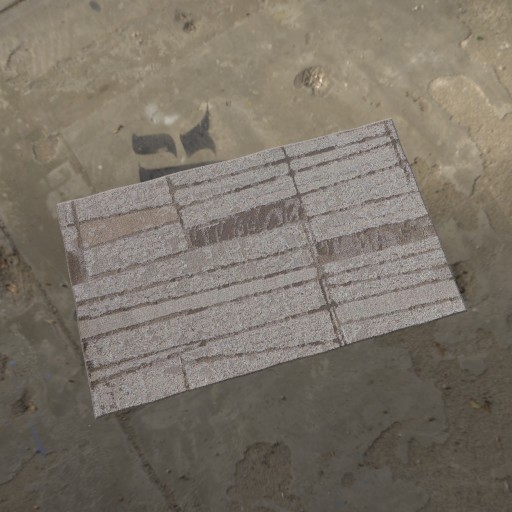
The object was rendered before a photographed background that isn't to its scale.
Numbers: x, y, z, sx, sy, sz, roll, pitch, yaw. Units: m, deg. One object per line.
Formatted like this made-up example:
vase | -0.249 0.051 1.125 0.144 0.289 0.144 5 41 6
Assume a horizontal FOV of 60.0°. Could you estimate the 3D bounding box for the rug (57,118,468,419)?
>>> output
rug | 0.000 0.000 1.046 0.867 0.007 0.515 -15 76 -4
